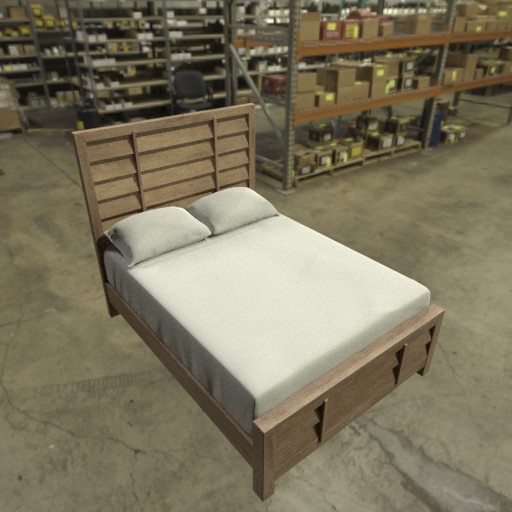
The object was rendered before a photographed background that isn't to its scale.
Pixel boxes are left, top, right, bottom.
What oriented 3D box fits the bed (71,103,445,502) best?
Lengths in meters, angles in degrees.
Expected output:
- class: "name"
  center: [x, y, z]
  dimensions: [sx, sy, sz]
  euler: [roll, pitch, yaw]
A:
- class: "bed"
  center: [0.000, 0.000, 3.254]
  dimensions: [1.626, 1.626, 2.197]
  euler: [-22, 37, -32]
